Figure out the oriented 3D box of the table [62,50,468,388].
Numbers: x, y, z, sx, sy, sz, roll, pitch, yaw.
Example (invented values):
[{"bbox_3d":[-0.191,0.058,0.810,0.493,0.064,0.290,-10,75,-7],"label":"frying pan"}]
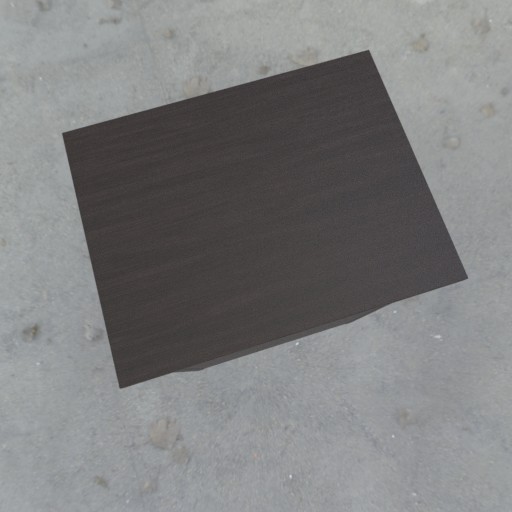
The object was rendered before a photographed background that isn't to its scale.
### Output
[{"bbox_3d":[0.000,0.000,0.930,0.480,0.635,0.381,-17,77,-4],"label":"table"}]
